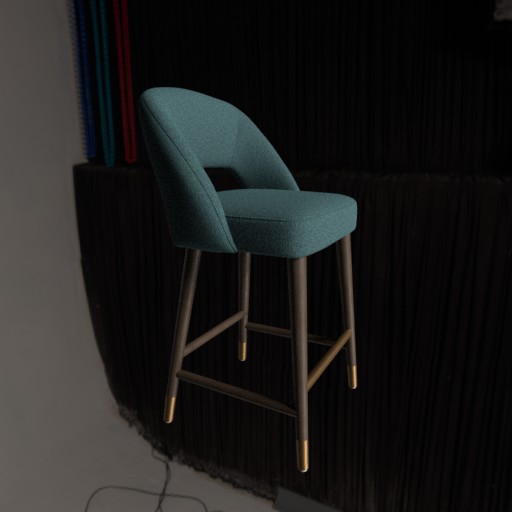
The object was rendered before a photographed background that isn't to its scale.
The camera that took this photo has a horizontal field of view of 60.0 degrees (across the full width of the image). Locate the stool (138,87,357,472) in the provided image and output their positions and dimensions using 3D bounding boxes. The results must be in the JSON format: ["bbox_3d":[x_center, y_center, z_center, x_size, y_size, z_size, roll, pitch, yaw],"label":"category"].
[{"bbox_3d":[0.000,0.000,1.286,0.522,0.939,0.536,7,16,27],"label":"stool"}]
